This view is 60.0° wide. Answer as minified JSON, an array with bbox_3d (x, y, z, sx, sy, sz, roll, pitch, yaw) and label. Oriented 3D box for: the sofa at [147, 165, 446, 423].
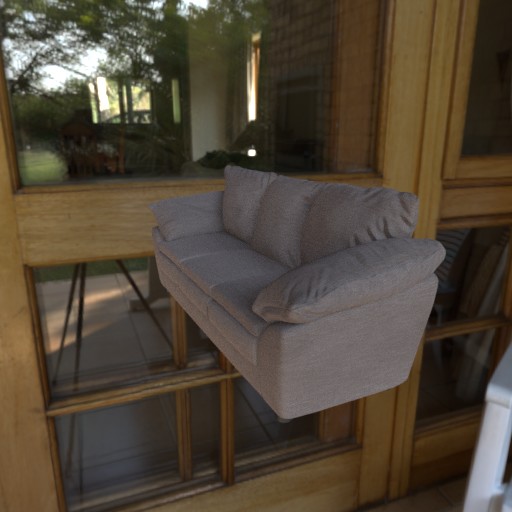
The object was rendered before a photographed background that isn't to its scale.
[{"bbox_3d":[0.000,0.000,2.893,0.927,1.043,2.390,-8,17,-25],"label":"sofa"}]
